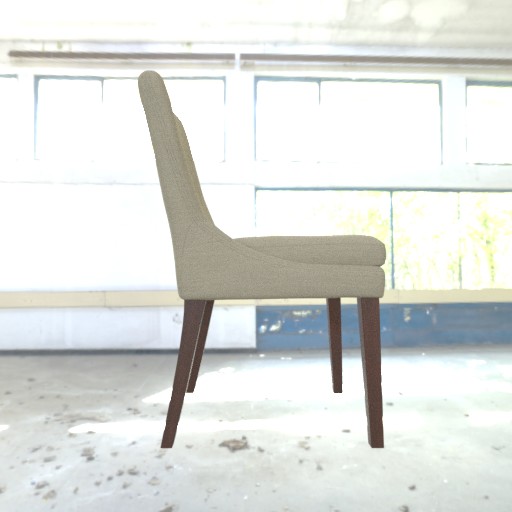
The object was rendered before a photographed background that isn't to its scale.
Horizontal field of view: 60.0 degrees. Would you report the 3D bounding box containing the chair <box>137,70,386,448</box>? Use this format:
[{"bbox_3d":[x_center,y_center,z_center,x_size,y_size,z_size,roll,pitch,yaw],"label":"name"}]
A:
[{"bbox_3d":[0.000,0.000,1.314,0.638,0.940,0.515,0,-1,-1],"label":"chair"}]
